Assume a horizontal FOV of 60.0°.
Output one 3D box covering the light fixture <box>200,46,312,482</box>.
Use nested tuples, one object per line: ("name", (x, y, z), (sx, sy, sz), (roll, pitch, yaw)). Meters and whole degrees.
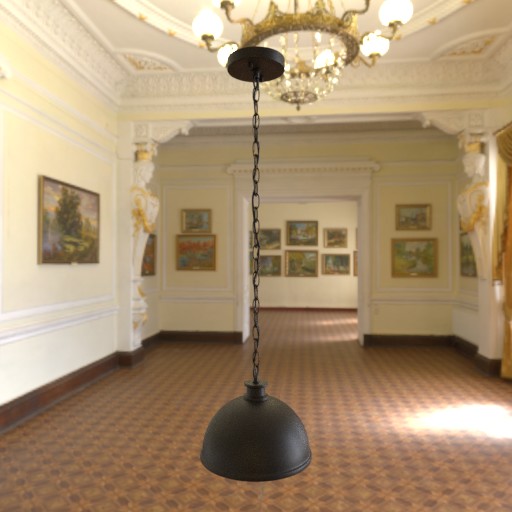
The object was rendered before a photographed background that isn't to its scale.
("light fixture", (0.000, 0.000, 1.224), (0.304, 1.090, 0.304), (0, -1, 19))
